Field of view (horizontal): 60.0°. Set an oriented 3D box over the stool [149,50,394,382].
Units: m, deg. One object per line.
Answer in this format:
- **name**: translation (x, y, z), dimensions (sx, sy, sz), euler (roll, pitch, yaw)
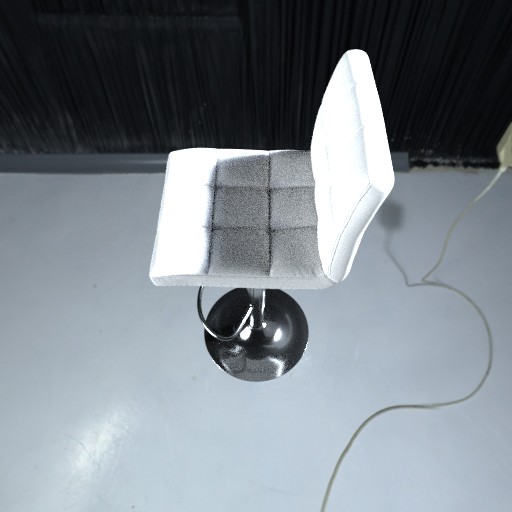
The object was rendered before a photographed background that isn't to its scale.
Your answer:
- **stool**: translation (0.000, 0.000, 1.338), dimensions (0.505, 1.115, 0.430), euler (0, 57, 0)
